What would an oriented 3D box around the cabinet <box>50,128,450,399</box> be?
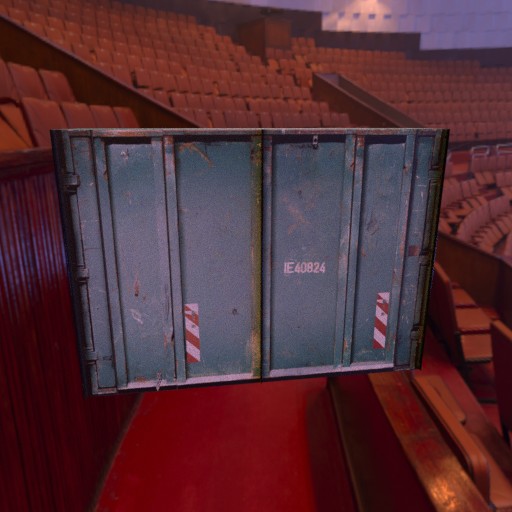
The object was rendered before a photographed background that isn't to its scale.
[{"bbox_3d":[0.000,0.000,3.916,3.001,2.160,0.680,-2,17,-8],"label":"cabinet"}]
